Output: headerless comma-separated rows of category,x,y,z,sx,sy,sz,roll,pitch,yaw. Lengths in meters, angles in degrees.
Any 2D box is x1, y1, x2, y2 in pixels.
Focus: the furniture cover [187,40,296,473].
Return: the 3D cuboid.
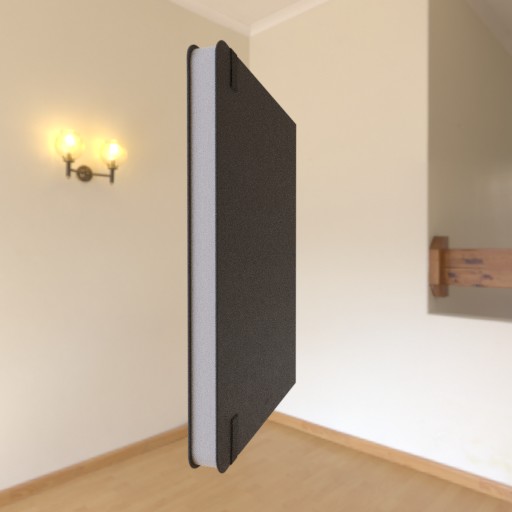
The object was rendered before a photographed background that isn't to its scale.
furniture cover,0.000,0.000,0.382,0.023,0.281,0.216,0,1,18
